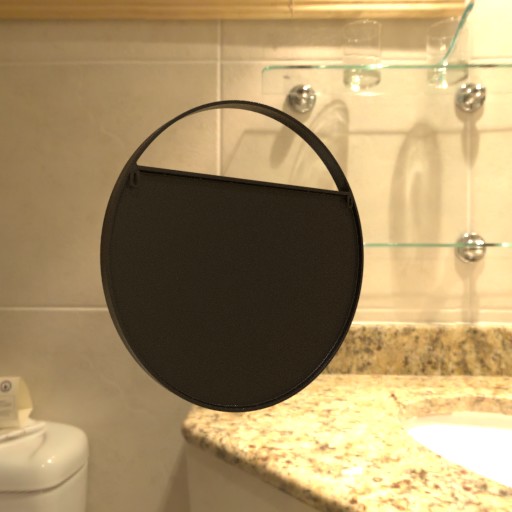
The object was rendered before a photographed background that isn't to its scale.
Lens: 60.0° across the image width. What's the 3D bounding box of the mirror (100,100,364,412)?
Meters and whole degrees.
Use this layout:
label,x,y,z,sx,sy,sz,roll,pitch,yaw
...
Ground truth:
label,x,y,z,sx,sy,sz,roll,pitch,yaw
mirror,0.000,0.000,0.830,0.565,0.565,0.032,0,-1,-35
